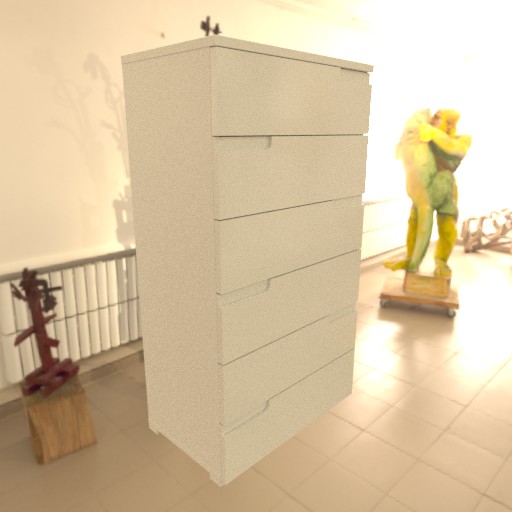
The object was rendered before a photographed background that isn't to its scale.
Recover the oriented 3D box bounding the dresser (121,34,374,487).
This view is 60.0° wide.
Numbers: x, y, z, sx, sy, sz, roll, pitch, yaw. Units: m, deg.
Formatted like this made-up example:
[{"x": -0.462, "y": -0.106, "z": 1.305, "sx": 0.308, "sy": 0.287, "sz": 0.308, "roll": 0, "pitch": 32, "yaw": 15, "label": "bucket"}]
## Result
[{"x": 0.000, "y": 0.000, "z": 1.462, "sx": 0.400, "sy": 1.190, "sz": 0.650, "roll": 15, "pitch": 22, "yaw": 43, "label": "dresser"}]
